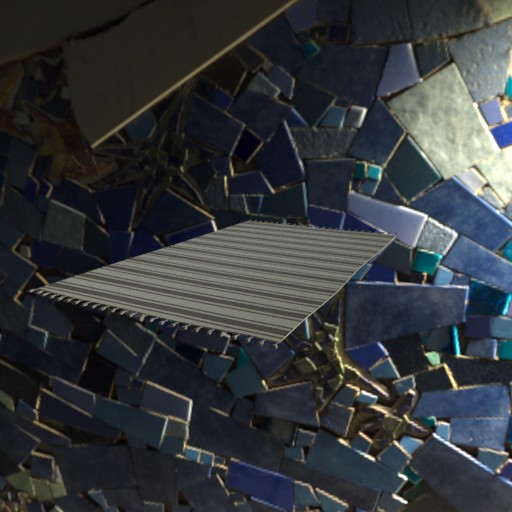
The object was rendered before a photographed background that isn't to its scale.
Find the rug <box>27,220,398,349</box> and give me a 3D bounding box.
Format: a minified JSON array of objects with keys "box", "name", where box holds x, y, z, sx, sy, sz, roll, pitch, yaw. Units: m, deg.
[{"box":[0.000,0.000,2.583,1.229,0.011,2.096,8,16,27],"name":"rug"}]
